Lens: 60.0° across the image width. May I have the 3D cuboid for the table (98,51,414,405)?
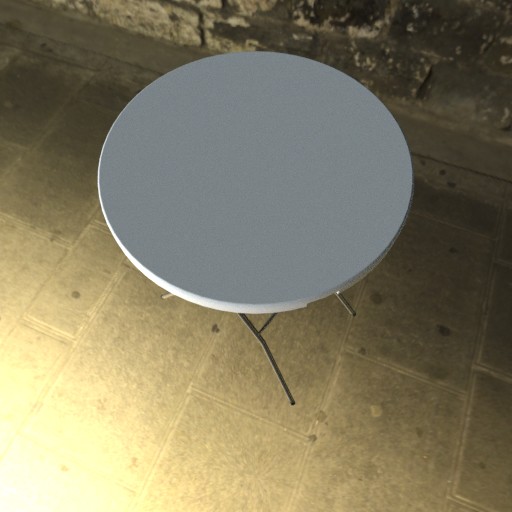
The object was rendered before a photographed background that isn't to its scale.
[{"bbox_3d":[0.000,0.000,1.610,0.795,1.105,0.792,34,68,16],"label":"table"}]
